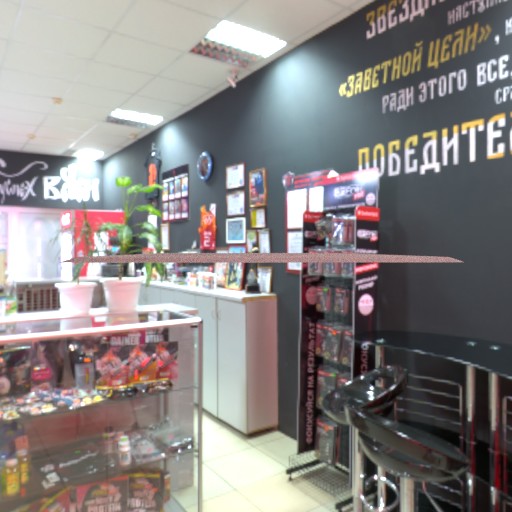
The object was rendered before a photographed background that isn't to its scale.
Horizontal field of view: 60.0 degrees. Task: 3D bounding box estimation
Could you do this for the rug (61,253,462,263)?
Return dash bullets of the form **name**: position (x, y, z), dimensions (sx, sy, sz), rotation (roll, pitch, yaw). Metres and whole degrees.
- **rug**: position (0.000, 0.000, 3.937), dimensions (2.332, 0.027, 2.933), rotation (0, 1, -2)
